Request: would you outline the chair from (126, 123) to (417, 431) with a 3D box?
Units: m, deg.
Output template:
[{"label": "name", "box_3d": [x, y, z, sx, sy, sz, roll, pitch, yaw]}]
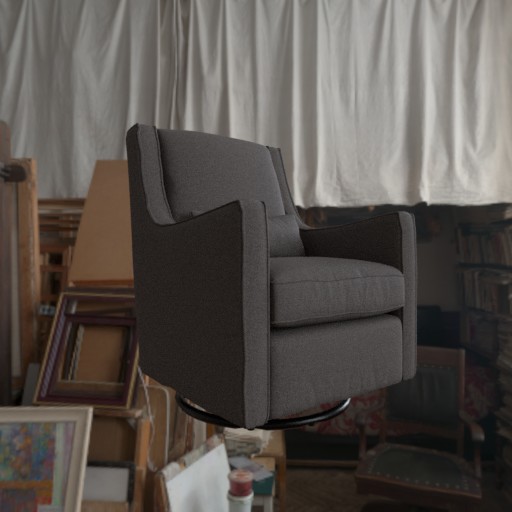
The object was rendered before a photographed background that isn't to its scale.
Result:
[{"label": "chair", "box_3d": [0.000, 0.000, 1.592, 0.732, 0.993, 0.879, -1, 2, -37]}]
